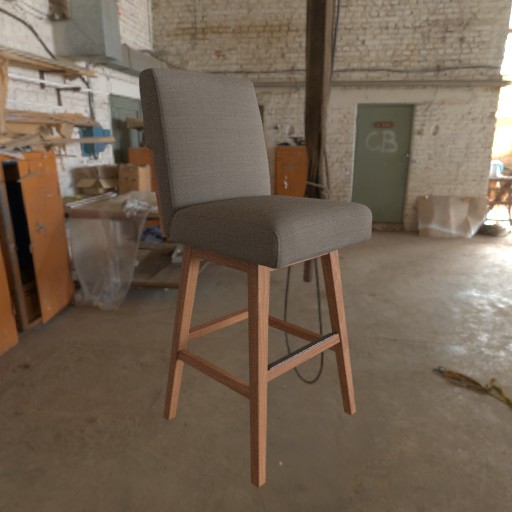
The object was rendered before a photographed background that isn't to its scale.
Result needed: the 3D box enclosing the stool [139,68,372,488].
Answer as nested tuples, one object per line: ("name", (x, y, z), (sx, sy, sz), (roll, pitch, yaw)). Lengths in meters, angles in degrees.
("stool", (0.000, 0.000, 1.381), (0.570, 1.112, 0.483), (14, 21, 43))
